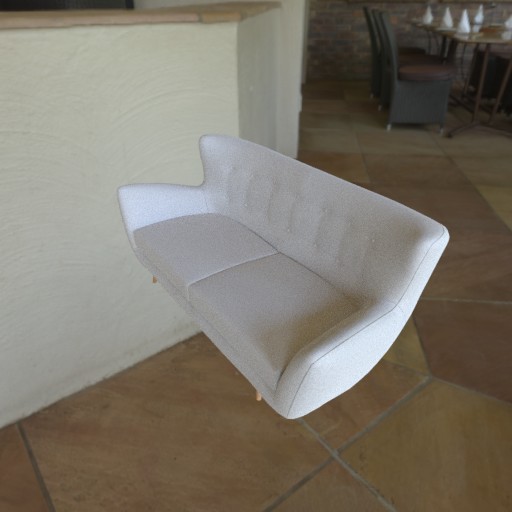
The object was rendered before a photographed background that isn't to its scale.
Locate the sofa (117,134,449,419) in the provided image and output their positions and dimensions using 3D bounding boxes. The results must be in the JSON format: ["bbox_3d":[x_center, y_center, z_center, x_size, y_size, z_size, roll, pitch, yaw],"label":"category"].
[{"bbox_3d":[0.000,0.000,2.460,0.899,0.890,1.930,-20,36,-30],"label":"sofa"}]
